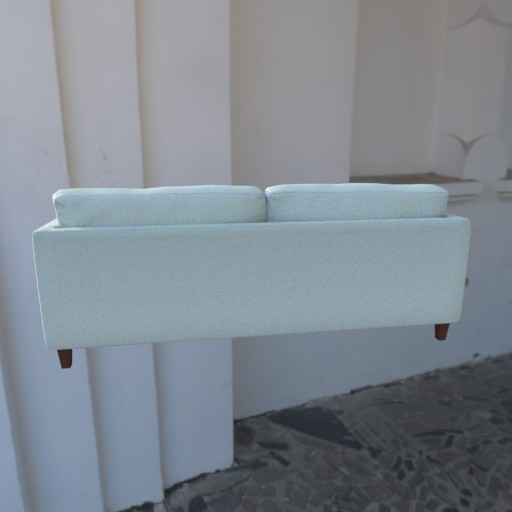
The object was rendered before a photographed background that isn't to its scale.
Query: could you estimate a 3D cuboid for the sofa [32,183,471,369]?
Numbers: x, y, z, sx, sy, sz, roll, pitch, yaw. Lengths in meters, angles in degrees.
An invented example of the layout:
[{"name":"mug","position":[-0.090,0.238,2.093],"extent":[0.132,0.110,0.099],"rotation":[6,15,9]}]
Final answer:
[{"name":"sofa","position":[0.000,0.000,2.889],"extent":[2.434,0.965,0.948],"rotation":[-2,14,-9]}]
